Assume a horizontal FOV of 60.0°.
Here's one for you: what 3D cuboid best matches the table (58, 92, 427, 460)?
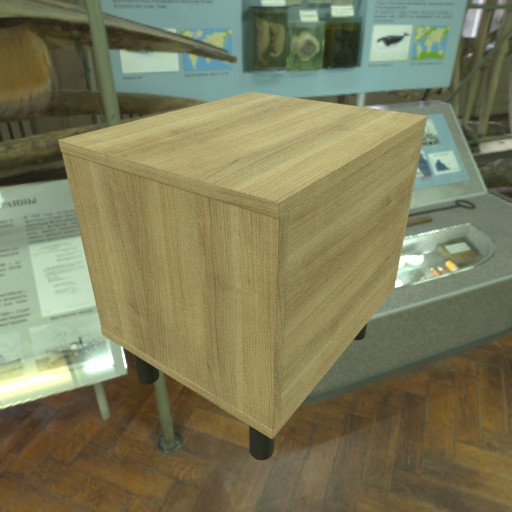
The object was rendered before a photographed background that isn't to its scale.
[{"bbox_3d":[0.000,0.000,0.793,0.380,0.460,0.445,20,36,31],"label":"table"}]
